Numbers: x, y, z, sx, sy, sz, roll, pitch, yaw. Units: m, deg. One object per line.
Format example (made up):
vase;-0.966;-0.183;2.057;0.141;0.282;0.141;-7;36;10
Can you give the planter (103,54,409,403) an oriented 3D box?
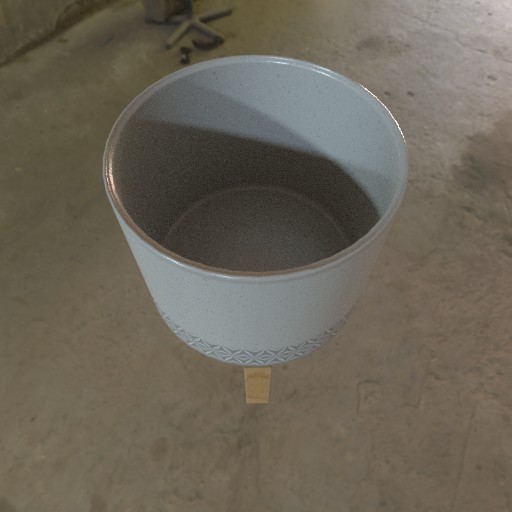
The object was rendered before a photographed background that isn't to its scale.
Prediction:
planter;0.000;0.000;0.265;0.130;0.178;0.130;0;58;0
